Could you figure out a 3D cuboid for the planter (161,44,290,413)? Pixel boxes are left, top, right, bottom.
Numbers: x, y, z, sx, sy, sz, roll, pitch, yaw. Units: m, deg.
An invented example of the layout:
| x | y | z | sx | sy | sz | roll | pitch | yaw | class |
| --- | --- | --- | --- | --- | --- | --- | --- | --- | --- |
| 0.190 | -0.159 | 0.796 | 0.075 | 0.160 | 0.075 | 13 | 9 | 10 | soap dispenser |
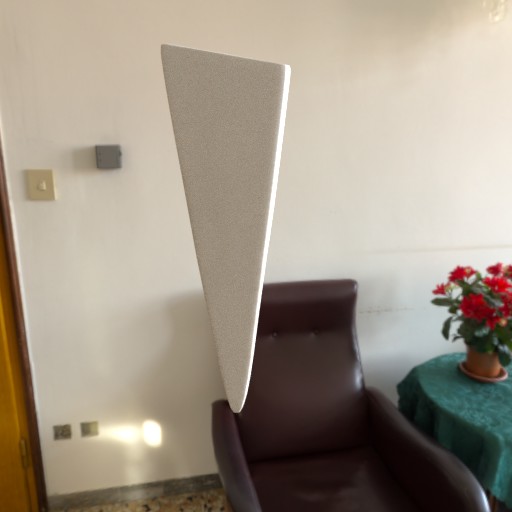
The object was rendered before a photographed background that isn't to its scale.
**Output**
| x | y | z | sx | sy | sz | roll | pitch | yaw | class |
| --- | --- | --- | --- | --- | --- | --- | --- | --- | --- |
| 0.000 | 0.000 | 0.397 | 0.065 | 0.338 | 0.143 | 12 | 18 | 42 | planter |
